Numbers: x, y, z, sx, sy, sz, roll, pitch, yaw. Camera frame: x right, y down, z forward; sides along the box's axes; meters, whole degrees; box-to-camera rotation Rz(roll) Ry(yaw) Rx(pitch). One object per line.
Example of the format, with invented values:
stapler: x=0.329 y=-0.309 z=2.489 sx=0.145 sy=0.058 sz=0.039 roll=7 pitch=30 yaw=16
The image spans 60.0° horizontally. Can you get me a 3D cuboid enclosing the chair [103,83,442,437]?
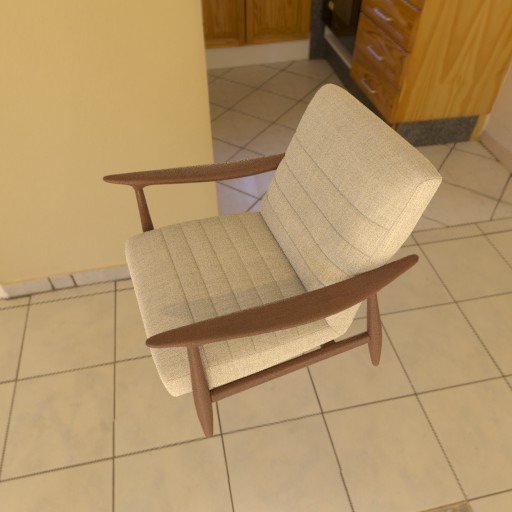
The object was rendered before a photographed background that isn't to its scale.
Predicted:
chair: x=0.000 y=0.000 z=1.447 sx=0.798 sy=0.832 sz=0.741 roll=-16 pitch=48 yaw=-15
